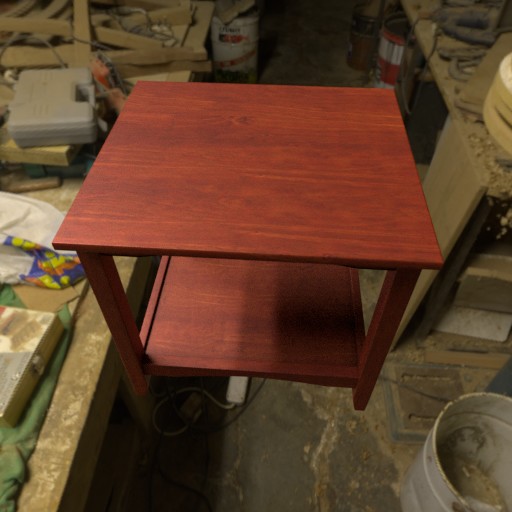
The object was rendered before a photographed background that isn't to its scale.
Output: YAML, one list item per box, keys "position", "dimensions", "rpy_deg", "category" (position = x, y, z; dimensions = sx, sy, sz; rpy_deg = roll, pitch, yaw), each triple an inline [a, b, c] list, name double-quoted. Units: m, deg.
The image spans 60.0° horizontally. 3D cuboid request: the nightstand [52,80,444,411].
- position: [0.000, 0.000, 0.999]
  dimensions: [0.558, 0.558, 0.501]
  rpy_deg: [3, 48, 3]
  category: "nightstand"
